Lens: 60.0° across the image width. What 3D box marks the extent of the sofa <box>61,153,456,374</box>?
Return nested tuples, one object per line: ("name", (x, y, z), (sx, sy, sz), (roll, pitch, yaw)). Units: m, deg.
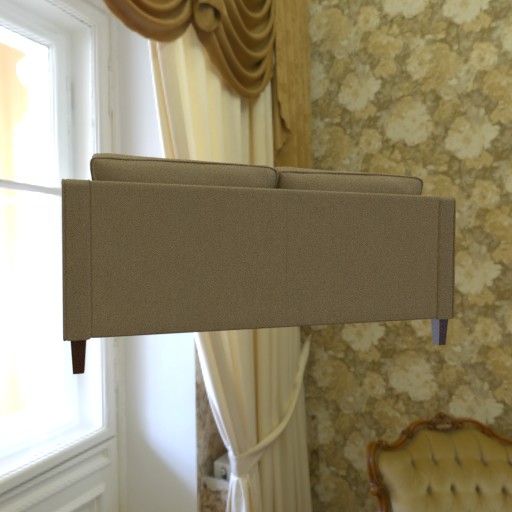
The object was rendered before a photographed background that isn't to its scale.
("sofa", (0.000, 0.000, 2.825), (2.178, 1.071, 1.066), (0, 1, -18))
